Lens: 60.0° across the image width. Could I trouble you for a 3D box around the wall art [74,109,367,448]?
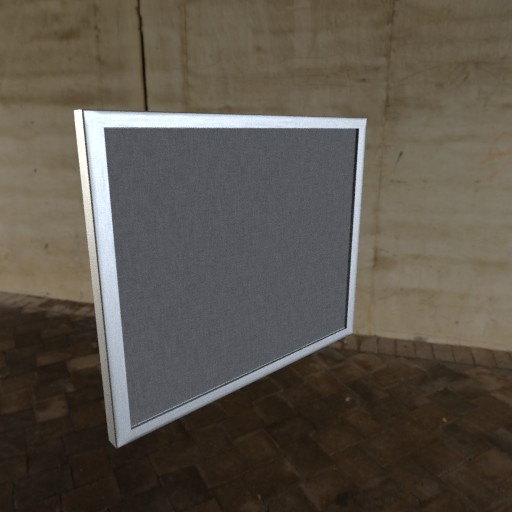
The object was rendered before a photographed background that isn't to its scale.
[{"bbox_3d":[0.000,0.000,0.753,0.556,0.457,0.028,-14,21,-40],"label":"wall art"}]
